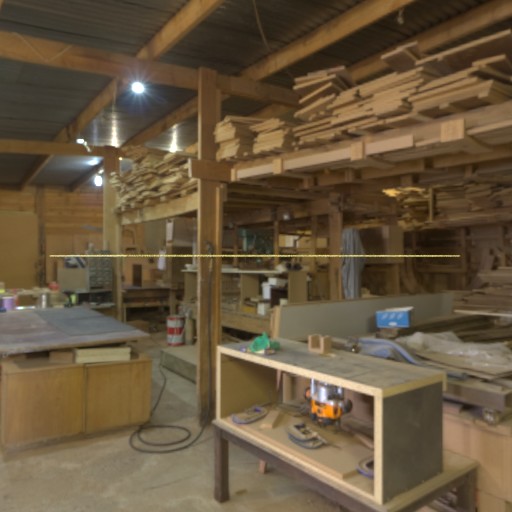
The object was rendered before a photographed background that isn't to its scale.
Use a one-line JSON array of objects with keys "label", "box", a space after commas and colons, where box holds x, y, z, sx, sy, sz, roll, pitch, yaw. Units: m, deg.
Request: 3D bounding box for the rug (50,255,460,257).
[{"label": "rug", "box": [0.000, 0.000, 2.968, 2.297, 0.007, 1.529, 0, 0, -35]}]
